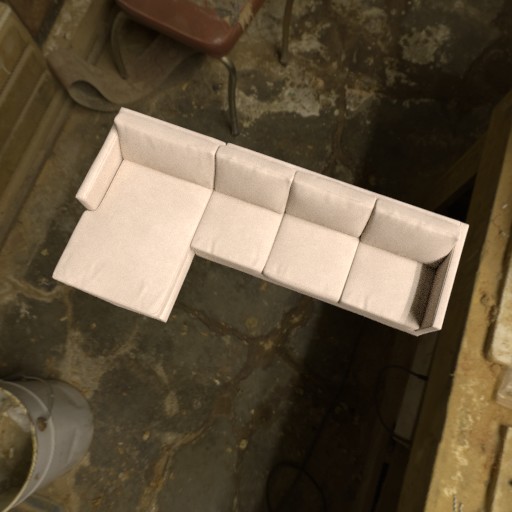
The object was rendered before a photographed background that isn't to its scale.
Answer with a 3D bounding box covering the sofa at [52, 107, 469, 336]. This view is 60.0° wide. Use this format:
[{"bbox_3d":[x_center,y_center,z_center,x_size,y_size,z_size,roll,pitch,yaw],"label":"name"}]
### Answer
[{"bbox_3d":[0.000,0.000,3.852,3.186,0.846,1.625,20,76,5],"label":"sofa"}]
